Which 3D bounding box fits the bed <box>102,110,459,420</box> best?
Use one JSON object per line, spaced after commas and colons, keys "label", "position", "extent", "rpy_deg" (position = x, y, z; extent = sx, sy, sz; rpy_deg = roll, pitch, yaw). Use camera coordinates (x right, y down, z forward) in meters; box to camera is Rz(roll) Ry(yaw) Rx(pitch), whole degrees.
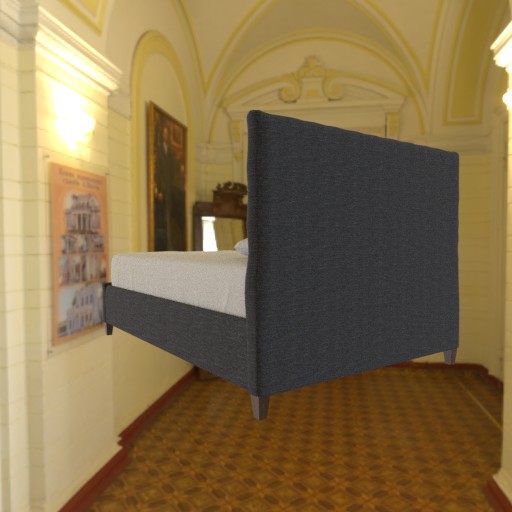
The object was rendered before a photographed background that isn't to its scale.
{"label": "bed", "position": [0.000, 0.000, 3.442], "extent": [1.698, 1.427, 2.387], "rpy_deg": [-1, 2, -36]}
